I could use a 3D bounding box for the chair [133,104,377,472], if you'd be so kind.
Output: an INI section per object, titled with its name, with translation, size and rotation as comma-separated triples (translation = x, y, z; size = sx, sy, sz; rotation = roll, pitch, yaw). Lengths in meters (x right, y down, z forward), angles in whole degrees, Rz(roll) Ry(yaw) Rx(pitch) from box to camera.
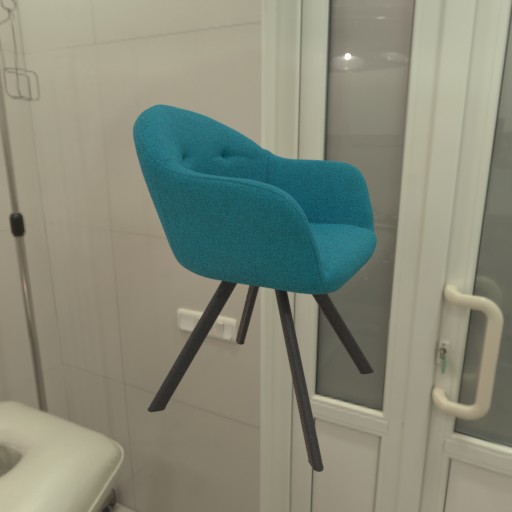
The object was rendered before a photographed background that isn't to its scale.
[chair]
translation = 0.000, 0.000, 1.175
size = 0.565, 0.775, 0.545
rotation = 8, 17, 27
